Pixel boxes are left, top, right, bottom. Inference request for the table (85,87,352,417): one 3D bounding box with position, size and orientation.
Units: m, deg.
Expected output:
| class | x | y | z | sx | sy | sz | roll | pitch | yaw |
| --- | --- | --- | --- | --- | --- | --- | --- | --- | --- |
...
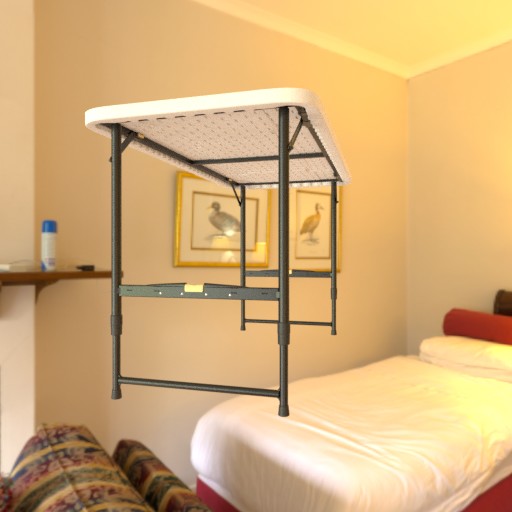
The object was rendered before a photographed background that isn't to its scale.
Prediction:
| class | x | y | z | sx | sy | sz | roll | pitch | yaw |
| --- | --- | --- | --- | --- | --- | --- | --- | --- | --- |
| table | 0.000 | 0.000 | 1.609 | 0.610 | 0.737 | 1.219 | 0 | 0 | 16 |
